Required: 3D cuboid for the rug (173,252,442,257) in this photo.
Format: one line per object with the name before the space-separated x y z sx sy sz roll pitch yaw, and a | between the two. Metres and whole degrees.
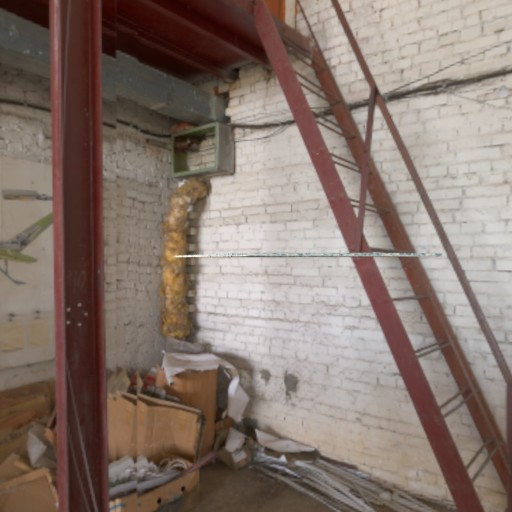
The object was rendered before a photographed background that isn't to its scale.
rug | 0.000 0.000 2.739 0.770 0.013 2.434 0 0 -16
